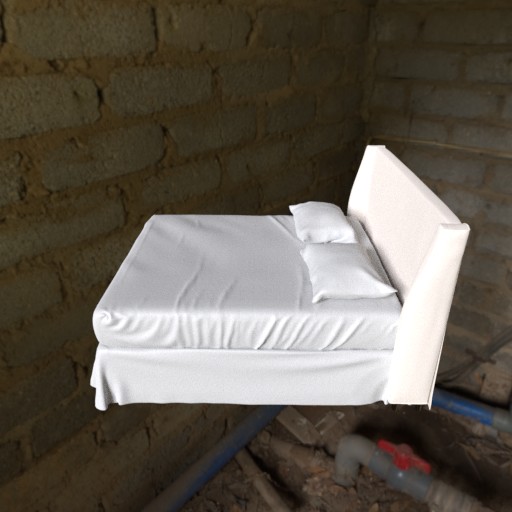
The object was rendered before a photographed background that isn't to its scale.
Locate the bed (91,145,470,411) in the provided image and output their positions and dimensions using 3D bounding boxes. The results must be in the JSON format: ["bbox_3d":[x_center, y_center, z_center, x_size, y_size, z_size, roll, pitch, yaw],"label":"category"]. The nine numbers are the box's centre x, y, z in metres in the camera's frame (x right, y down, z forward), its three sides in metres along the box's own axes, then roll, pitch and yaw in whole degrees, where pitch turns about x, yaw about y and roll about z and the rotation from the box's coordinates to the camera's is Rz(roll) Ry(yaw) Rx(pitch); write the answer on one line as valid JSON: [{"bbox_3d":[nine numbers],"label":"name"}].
[{"bbox_3d":[0.000,0.000,3.433,2.276,1.332,1.925,0,27,1],"label":"bed"}]
